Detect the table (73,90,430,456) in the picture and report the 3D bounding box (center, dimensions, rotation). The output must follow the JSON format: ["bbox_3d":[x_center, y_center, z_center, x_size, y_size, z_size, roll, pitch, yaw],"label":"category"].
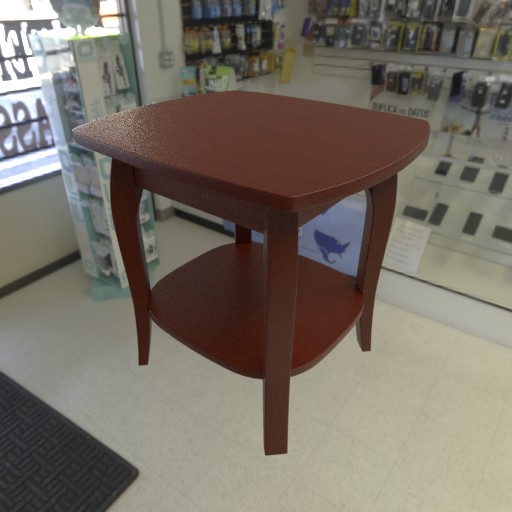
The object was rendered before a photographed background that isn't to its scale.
[{"bbox_3d":[0.000,0.000,0.845,0.502,0.496,0.433,22,38,32],"label":"table"}]
